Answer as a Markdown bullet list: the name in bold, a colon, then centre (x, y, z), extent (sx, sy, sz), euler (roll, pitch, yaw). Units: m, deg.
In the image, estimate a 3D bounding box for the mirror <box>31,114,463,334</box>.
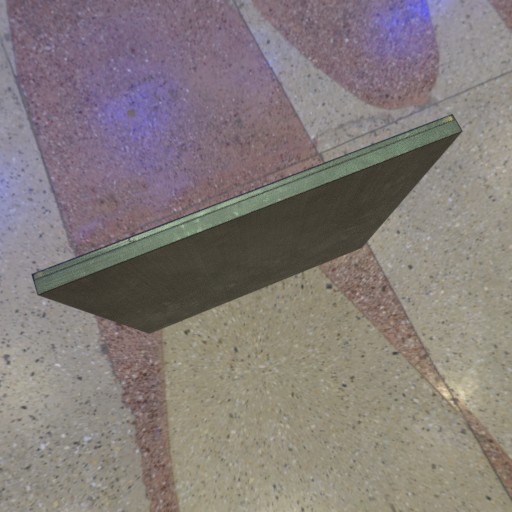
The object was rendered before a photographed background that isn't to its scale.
- **mirror**: centre (0.000, 0.000, 0.554), extent (0.382, 0.381, 0.020), euler (-22, 77, -5)
